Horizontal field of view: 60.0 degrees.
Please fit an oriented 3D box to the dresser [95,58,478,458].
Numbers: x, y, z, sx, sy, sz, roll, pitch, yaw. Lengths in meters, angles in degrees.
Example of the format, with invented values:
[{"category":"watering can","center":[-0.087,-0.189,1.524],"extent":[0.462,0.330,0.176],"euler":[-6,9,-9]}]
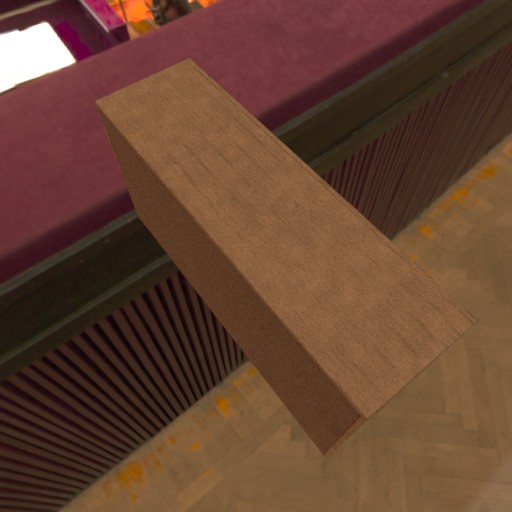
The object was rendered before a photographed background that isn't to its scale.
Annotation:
[{"category":"dresser","center":[0.000,0.000,2.002],"extent":[0.483,0.889,1.628],"euler":[-33,64,-18]}]
